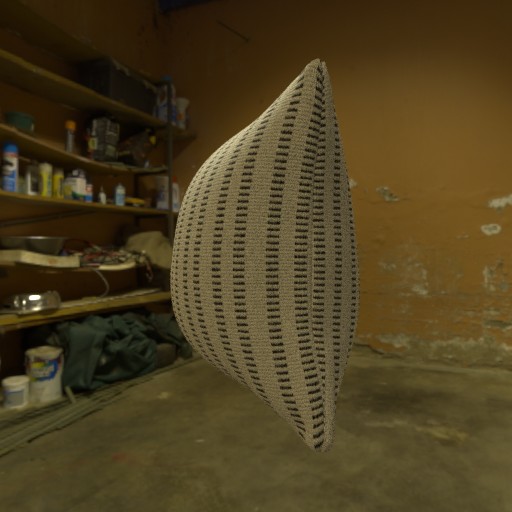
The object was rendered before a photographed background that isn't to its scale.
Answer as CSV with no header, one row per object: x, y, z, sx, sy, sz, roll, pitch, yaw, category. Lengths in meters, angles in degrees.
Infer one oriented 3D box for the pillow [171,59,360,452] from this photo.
0.000,0.000,0.669,0.247,0.419,0.438,0,0,-19,pillow
